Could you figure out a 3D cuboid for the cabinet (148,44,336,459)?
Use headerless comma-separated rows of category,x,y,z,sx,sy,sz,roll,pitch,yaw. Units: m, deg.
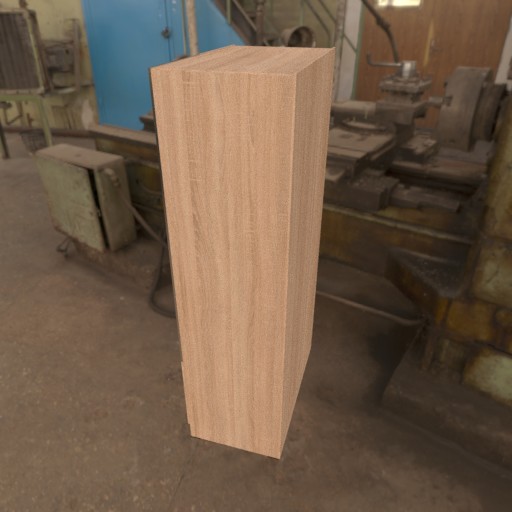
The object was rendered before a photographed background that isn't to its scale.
cabinet,0.000,0.000,2.559,0.590,2.121,1.001,9,31,14
